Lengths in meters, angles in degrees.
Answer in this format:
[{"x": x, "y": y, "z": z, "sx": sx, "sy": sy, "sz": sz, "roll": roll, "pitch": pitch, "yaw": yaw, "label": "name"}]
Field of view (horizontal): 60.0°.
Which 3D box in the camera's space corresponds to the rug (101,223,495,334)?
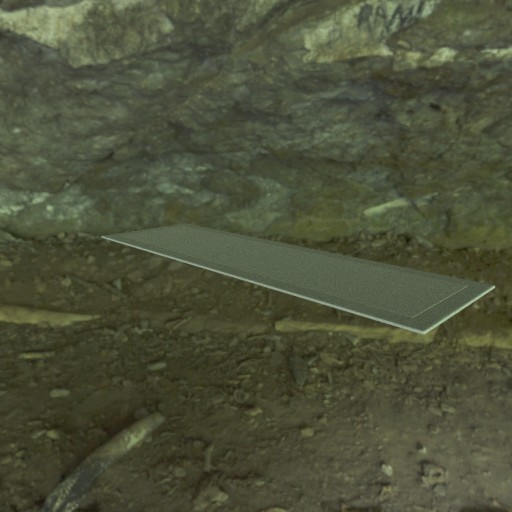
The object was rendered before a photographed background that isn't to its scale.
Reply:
[{"x": 0.000, "y": 0.000, "z": 2.656, "sx": 2.430, "sy": 0.012, "sz": 0.759, "roll": 14, "pitch": 19, "yaw": 43, "label": "rug"}]
